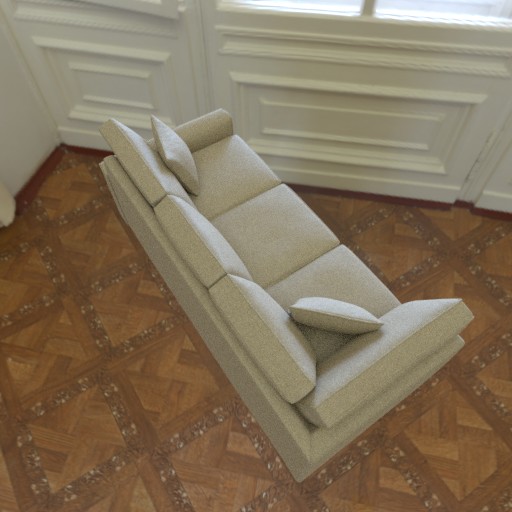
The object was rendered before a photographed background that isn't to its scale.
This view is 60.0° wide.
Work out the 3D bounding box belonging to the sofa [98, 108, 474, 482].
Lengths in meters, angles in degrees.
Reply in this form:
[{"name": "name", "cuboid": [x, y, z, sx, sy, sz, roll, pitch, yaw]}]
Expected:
[{"name": "sofa", "cuboid": [0.000, 0.000, 2.794, 1.053, 0.948, 2.323, -30, 62, -18]}]
